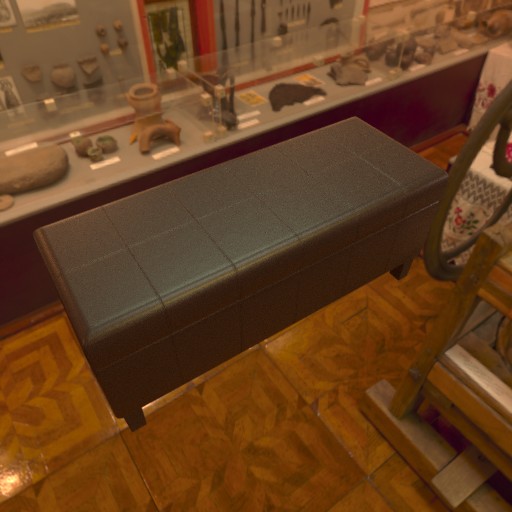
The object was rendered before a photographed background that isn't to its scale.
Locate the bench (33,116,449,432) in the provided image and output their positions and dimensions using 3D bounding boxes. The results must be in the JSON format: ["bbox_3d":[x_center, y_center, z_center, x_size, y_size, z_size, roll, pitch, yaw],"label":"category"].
[{"bbox_3d":[0.000,0.000,1.357,1.092,0.457,0.429,-25,50,-22],"label":"bench"}]
